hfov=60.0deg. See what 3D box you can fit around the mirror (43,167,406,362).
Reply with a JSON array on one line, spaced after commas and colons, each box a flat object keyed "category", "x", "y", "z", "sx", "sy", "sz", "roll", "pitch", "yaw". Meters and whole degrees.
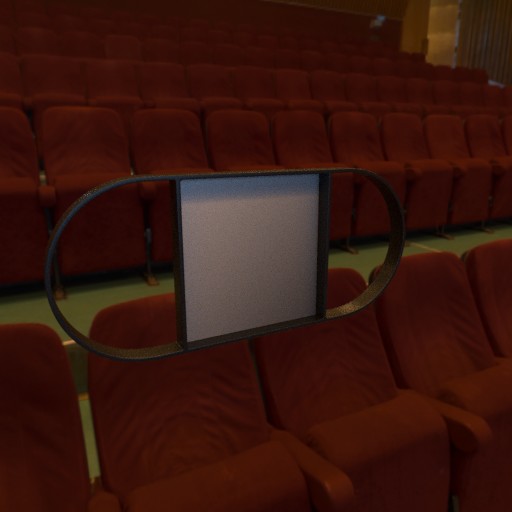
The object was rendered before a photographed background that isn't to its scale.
[{"category": "mirror", "x": 0.000, "y": 0.000, "z": 0.674, "sx": 0.584, "sy": 0.254, "sz": 0.032, "roll": -8, "pitch": 17, "yaw": -26}]
